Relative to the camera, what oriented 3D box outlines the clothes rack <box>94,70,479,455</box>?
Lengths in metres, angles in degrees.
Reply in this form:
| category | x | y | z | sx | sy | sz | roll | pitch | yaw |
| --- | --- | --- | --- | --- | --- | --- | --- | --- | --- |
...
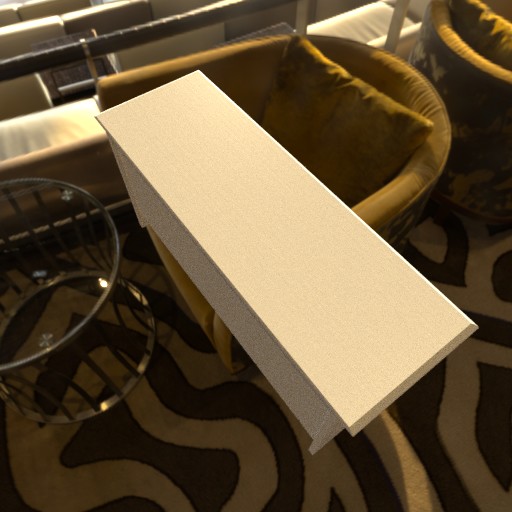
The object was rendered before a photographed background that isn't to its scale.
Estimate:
| category | x | y | z | sx | sy | sz | roll | pitch | yaw |
| --- | --- | --- | --- | --- | --- | --- | --- | --- | --- |
| clothes rack | 0.000 | 0.000 | 1.465 | 0.405 | 0.558 | 1.218 | -32 | 63 | -19 |
